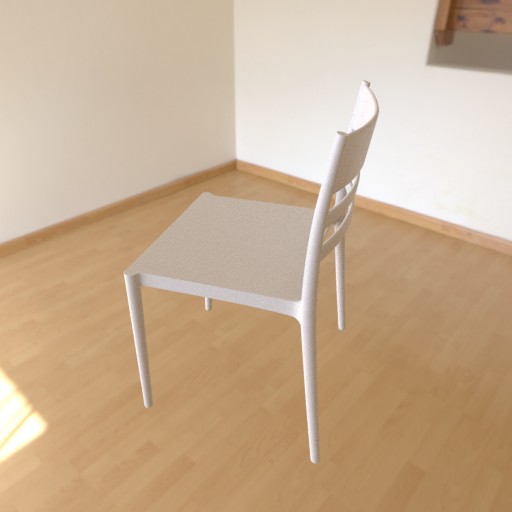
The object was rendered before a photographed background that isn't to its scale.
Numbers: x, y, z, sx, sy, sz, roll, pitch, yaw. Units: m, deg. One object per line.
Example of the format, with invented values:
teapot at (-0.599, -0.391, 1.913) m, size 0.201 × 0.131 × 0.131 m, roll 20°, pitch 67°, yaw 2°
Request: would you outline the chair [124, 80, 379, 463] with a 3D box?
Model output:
chair at (0.000, 0.000, 1.145) m, size 0.511 × 0.800 × 0.531 m, roll 9°, pitch 33°, yaw 14°
